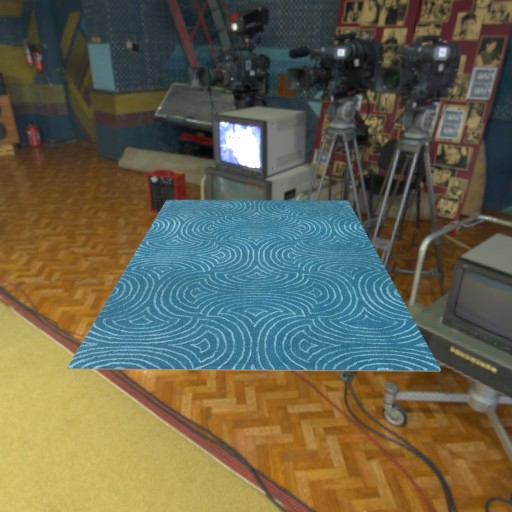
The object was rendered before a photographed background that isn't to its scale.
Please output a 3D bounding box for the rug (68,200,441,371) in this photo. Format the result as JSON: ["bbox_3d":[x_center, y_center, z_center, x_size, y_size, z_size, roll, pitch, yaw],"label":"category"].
[{"bbox_3d":[0.000,0.000,2.795,1.543,0.015,2.144,0,26,0],"label":"rug"}]
